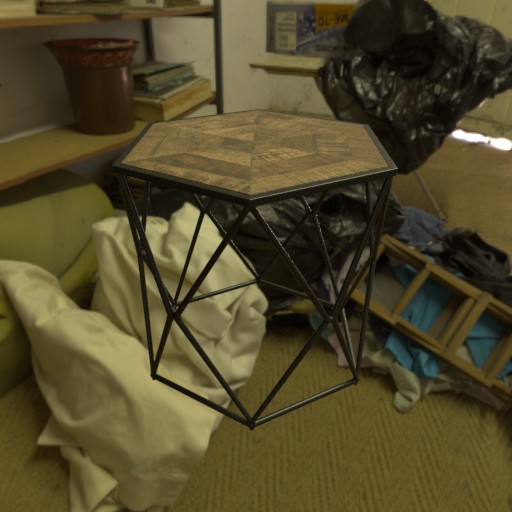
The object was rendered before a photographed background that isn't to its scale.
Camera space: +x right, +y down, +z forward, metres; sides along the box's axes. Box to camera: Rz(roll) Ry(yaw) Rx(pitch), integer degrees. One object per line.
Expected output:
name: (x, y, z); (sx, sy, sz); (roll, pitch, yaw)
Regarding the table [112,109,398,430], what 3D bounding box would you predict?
table: (0.000, 0.000, 1.080); (0.579, 0.564, 0.578); (1, 32, 1)
